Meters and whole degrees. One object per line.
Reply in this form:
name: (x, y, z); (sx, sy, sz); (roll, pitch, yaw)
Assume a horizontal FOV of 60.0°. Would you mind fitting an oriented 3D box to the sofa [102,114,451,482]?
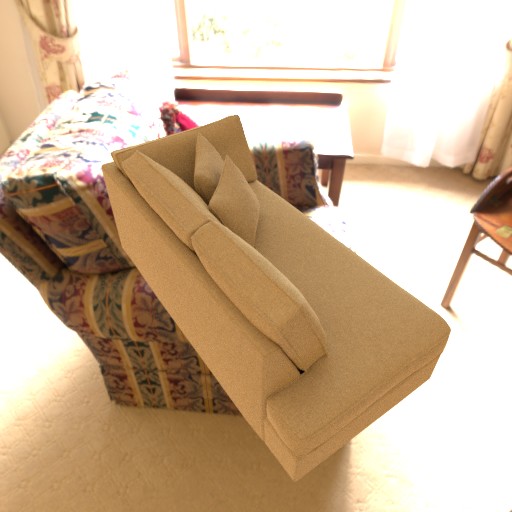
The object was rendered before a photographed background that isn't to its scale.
sofa: (0.000, 0.000, 2.811); (1.110, 1.033, 2.237); (-25, 47, -25)
